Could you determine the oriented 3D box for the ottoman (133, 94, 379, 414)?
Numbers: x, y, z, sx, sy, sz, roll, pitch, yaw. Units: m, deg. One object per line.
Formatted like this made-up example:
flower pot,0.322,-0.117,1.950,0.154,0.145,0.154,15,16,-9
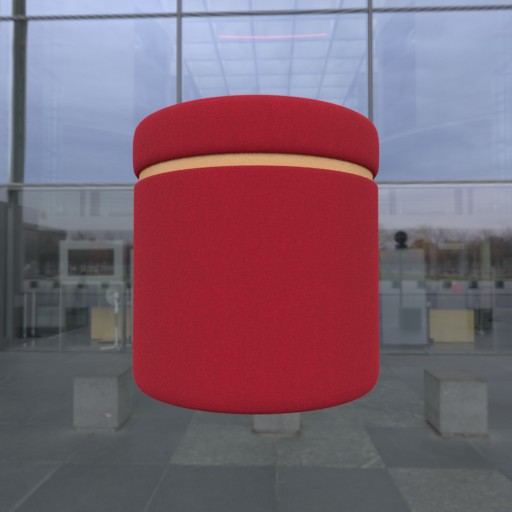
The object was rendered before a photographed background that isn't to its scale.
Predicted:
ottoman,0.000,0.000,0.742,0.400,0.406,0.400,0,-1,0
